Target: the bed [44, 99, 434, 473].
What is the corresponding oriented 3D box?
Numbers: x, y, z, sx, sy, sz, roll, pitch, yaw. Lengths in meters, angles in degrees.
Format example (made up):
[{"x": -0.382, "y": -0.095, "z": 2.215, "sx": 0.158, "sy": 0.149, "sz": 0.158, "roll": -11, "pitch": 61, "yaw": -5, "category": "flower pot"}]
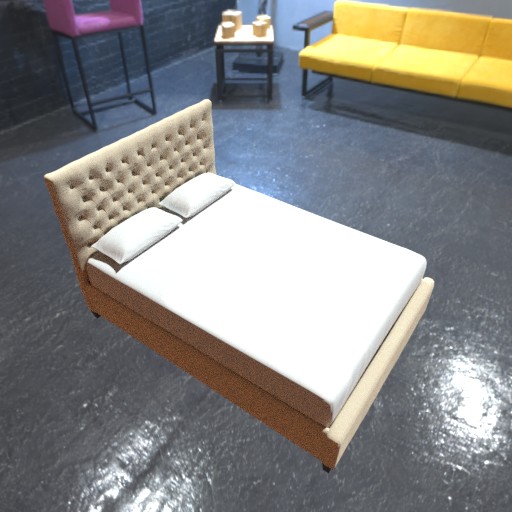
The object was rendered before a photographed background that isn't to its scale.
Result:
[{"x": 0.000, "y": 0.000, "z": 3.424, "sx": 2.387, "sy": 1.427, "sz": 1.698, "roll": 25, "pitch": 46, "yaw": 26, "category": "bed"}]
